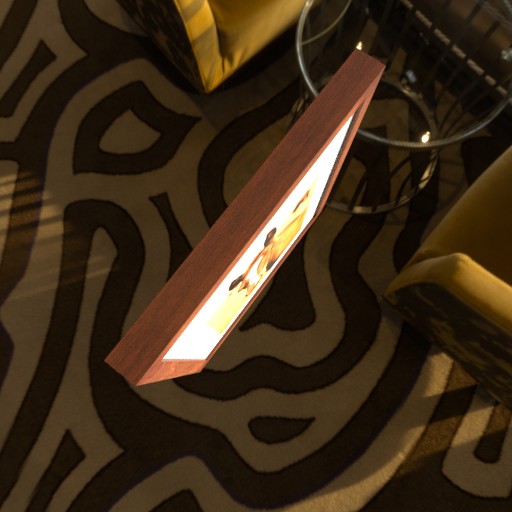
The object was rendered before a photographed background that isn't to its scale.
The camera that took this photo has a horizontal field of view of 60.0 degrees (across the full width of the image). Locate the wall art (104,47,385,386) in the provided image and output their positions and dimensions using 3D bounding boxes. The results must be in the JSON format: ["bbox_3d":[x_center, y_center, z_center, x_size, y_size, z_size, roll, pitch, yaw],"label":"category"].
[{"bbox_3d":[0.000,0.000,0.537,0.030,0.381,0.330,36,79,8],"label":"wall art"}]
